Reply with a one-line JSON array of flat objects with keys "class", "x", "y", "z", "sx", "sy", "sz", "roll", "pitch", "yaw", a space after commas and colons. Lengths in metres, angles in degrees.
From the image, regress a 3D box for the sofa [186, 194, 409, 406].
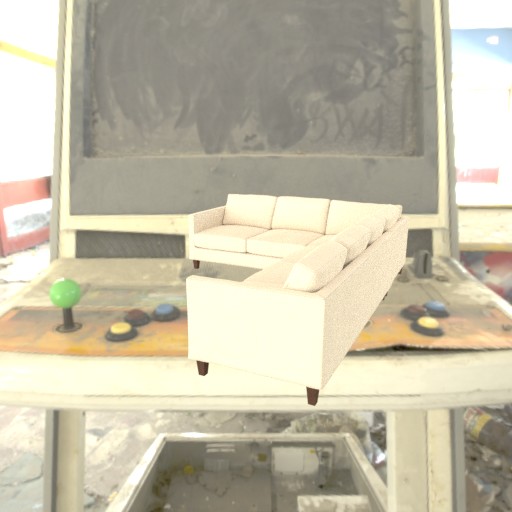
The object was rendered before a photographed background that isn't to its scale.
[{"class": "sofa", "x": 0.000, "y": 0.000, "z": 4.359, "sx": 2.432, "sy": 0.863, "sz": 3.182, "roll": 7, "pitch": 16, "yaw": 26}]
